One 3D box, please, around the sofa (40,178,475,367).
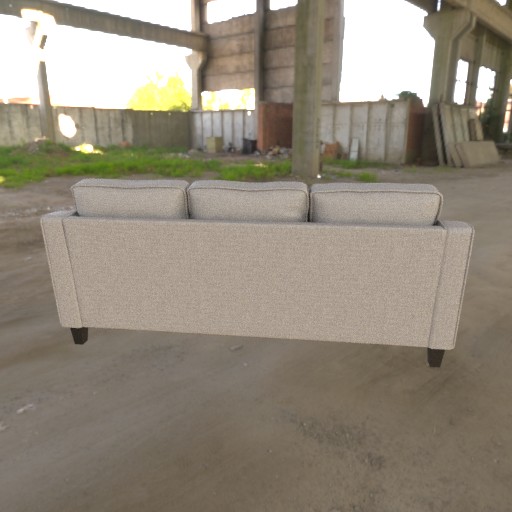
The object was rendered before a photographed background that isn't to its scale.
[{"bbox_3d":[0.000,0.000,2.649,2.129,0.950,0.899,2,16,7],"label":"sofa"}]
